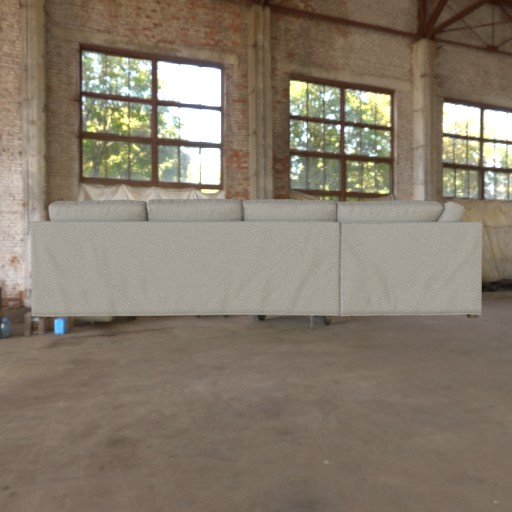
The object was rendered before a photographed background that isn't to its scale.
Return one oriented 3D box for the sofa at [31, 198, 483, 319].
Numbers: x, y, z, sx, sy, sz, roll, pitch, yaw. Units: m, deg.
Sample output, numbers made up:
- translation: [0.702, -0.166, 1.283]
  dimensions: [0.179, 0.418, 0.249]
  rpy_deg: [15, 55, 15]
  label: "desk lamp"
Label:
- translation: [0.000, 0.000, 4.298]
  dimensions: [3.182, 0.871, 2.432]
  rpy_deg: [0, 1, -1]
  label: "sofa"
